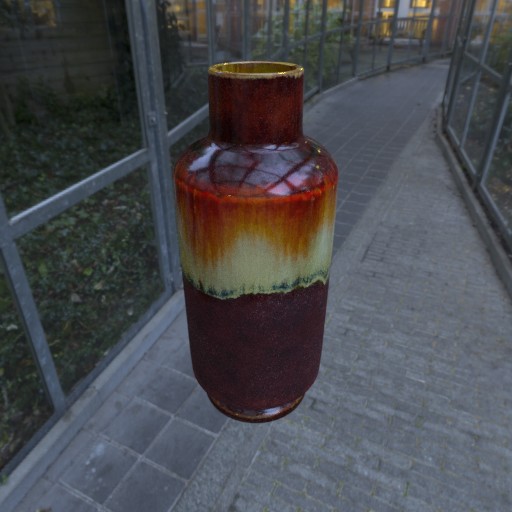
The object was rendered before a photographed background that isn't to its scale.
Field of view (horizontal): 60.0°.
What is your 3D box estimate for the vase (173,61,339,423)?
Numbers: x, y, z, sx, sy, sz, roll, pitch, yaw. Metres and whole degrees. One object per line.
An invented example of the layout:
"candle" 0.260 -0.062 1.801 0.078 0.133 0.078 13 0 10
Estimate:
"vase" 0.000 0.000 0.330 0.111 0.261 0.111 0 30 0
